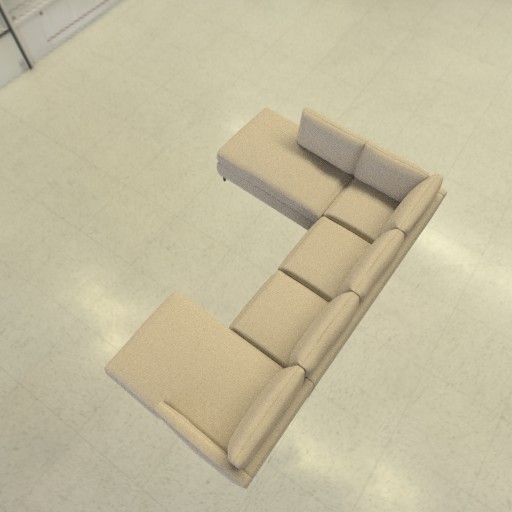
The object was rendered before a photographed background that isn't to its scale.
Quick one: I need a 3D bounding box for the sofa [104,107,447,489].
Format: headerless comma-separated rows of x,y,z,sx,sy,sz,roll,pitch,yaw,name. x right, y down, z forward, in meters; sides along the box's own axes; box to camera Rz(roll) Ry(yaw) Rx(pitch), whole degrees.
0.000,0.000,3.501,1.879,0.756,2.737,34,66,17,sofa
